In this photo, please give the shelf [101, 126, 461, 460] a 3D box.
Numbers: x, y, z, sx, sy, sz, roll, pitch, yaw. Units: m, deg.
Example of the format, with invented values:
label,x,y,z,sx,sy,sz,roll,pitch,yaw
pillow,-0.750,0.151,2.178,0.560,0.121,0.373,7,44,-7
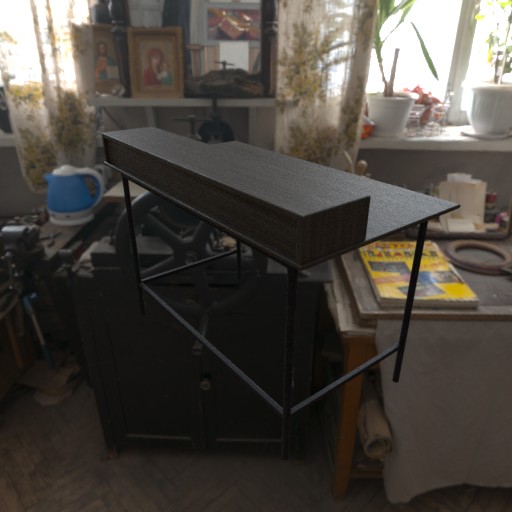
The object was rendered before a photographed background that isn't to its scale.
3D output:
label,x,y,z,sx,sy,sz,roll,pitch,yaw
shelf,0.000,0.000,1.770,0.685,0.865,1.212,-19,32,-33
